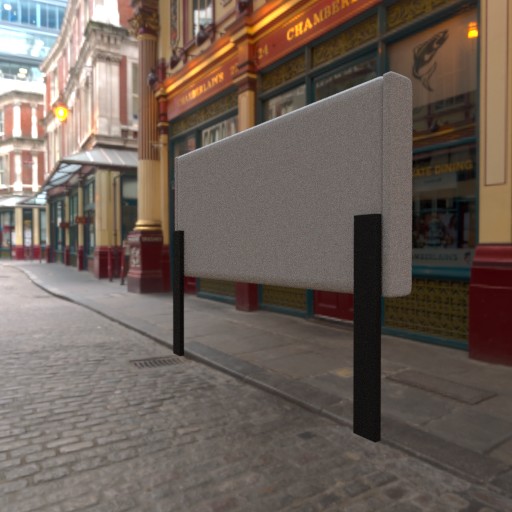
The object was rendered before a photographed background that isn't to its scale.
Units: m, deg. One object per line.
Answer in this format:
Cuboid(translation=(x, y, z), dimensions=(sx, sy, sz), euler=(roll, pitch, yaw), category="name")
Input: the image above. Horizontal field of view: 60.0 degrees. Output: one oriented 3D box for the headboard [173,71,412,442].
Cuboid(translation=(0.000, 0.000, 2.674), dimensions=(0.184, 1.524, 2.051), euler=(0, 1, -35), category="headboard")
